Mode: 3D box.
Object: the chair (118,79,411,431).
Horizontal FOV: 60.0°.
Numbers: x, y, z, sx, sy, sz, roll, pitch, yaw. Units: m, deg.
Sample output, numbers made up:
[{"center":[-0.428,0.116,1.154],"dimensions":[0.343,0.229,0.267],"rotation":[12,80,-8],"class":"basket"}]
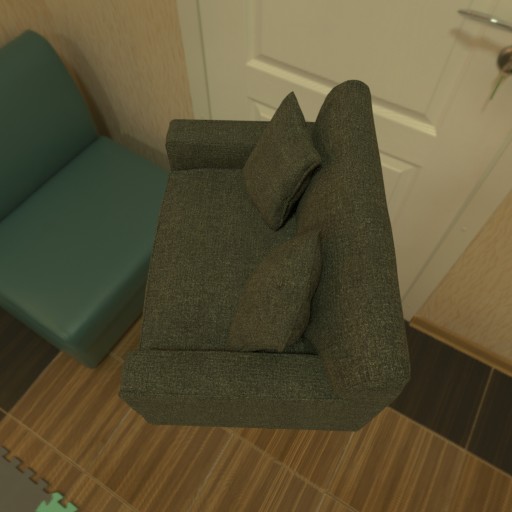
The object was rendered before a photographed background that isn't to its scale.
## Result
[{"center":[0.000,0.000,2.021],"dimensions":[1.000,0.948,1.383],"rotation":[2,59,1],"class":"chair"}]
